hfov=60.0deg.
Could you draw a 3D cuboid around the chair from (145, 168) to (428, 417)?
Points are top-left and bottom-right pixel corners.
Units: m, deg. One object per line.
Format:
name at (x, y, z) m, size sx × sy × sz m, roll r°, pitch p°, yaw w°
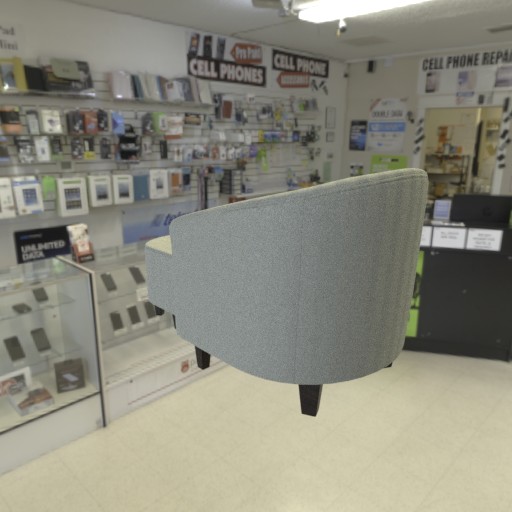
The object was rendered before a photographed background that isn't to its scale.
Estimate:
chair at (0.000, 0.000, 1.788) m, size 0.756 × 0.757 × 1.288 m, roll -14°, pitch 20°, yaw -42°
